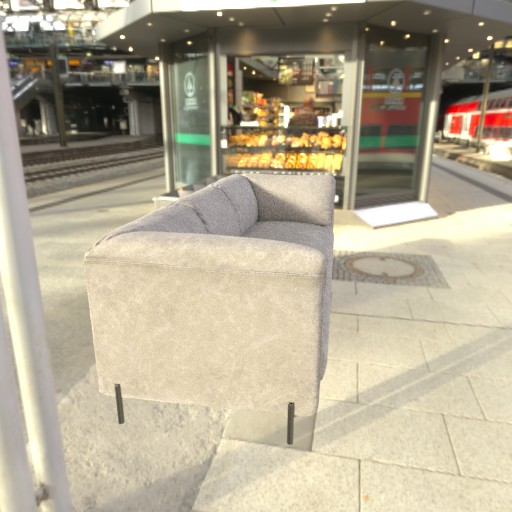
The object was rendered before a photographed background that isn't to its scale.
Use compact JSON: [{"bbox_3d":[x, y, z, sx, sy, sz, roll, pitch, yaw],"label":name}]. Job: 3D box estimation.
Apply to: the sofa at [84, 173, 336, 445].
[{"bbox_3d":[0.000,0.000,2.617,0.899,0.758,2.238,3,17,10],"label":"sofa"}]
